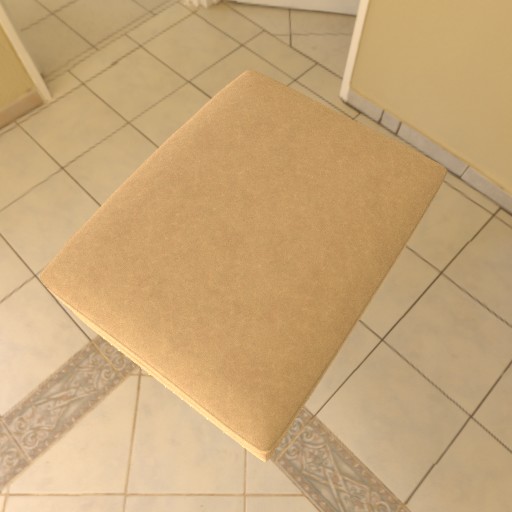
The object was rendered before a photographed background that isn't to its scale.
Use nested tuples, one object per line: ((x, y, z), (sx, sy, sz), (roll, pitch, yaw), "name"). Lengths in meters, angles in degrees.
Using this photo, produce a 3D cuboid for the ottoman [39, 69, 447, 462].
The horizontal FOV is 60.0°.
((0.000, 0.000, 1.104), (0.584, 0.513, 0.741), (32, 68, 15), "ottoman")
